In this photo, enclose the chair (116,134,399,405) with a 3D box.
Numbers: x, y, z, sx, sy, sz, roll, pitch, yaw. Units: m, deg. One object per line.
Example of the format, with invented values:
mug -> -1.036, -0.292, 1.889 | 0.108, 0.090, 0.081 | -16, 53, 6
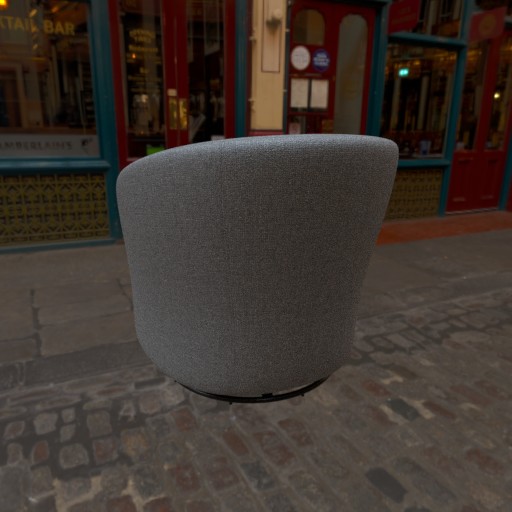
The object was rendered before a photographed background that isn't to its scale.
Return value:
chair -> 0.000, 0.000, 1.449 | 0.791, 0.771, 0.815 | -7, 17, -25
